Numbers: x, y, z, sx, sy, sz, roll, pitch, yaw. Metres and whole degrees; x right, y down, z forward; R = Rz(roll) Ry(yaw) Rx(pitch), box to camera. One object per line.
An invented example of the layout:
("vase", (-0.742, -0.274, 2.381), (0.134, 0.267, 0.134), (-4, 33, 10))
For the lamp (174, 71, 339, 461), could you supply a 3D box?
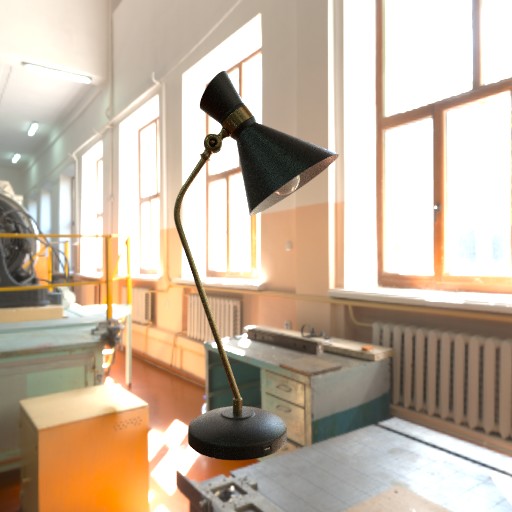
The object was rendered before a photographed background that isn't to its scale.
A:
("lamp", (0.000, 0.000, 0.788), (0.292, 0.647, 0.189), (0, -1, 0))
